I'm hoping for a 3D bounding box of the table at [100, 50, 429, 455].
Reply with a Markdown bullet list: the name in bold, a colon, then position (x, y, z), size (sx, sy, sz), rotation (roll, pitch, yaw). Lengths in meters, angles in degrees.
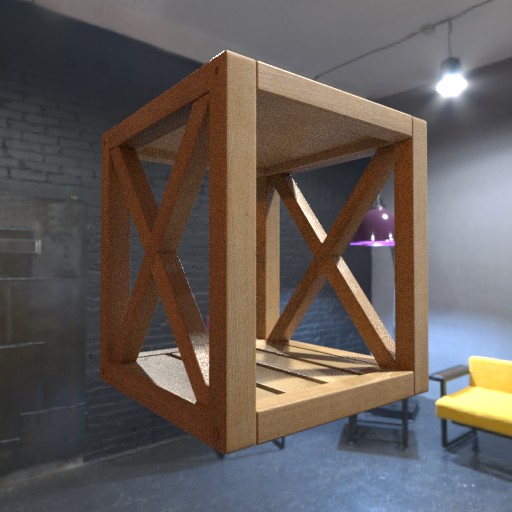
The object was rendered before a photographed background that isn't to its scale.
- **table**: position (0.000, 0.000, 1.049), size (0.558, 0.610, 0.559), rotation (1, -2, -38)
